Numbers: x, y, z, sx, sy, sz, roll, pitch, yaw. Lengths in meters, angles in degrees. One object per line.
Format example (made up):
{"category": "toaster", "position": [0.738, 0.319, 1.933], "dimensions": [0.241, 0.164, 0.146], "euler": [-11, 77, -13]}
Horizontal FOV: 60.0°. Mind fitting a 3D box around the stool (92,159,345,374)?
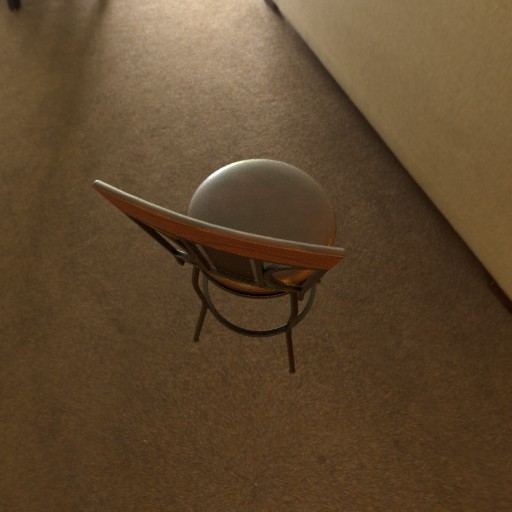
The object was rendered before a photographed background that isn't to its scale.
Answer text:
{"category": "stool", "position": [0.000, 0.000, 1.339], "dimensions": [0.448, 1.130, 0.513], "euler": [16, 64, 8]}
